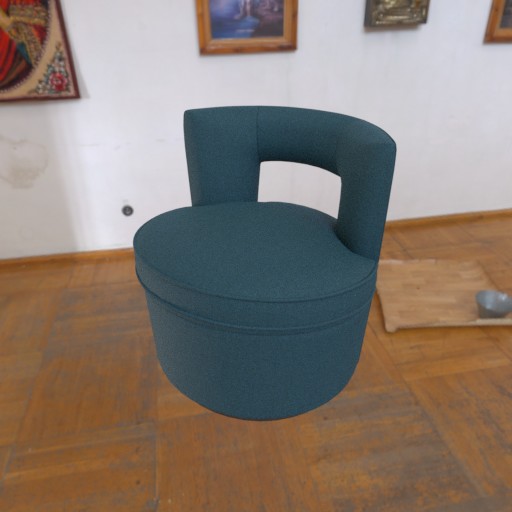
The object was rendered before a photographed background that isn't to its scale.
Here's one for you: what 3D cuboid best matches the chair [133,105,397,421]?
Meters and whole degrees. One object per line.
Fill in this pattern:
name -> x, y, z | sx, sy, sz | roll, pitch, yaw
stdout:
chair -> 0.000, 0.000, 1.261 | 0.684, 0.711, 0.660 | 19, 35, 29
